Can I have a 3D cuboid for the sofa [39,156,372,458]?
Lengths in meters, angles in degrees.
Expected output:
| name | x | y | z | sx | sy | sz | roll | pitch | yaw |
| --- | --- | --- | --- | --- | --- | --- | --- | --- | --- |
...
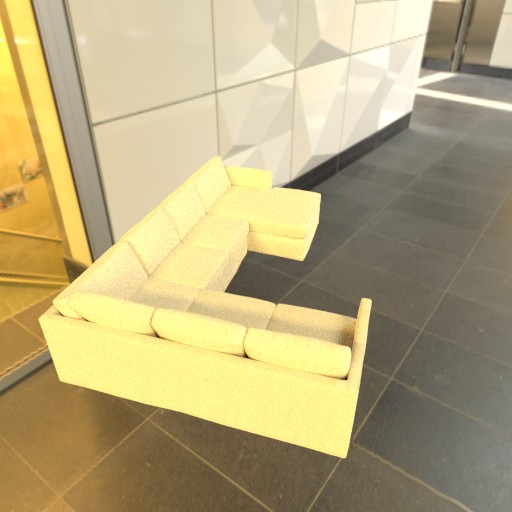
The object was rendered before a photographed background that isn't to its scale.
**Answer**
| name | x | y | z | sx | sy | sz | roll | pitch | yaw |
| --- | --- | --- | --- | --- | --- | --- | --- | --- | --- |
| sofa | 0.000 | 0.000 | 4.594 | 2.427 | 0.882 | 3.460 | 9 | 34 | 14 |
